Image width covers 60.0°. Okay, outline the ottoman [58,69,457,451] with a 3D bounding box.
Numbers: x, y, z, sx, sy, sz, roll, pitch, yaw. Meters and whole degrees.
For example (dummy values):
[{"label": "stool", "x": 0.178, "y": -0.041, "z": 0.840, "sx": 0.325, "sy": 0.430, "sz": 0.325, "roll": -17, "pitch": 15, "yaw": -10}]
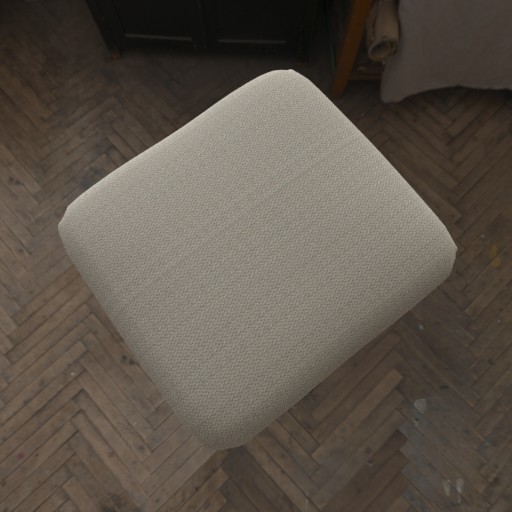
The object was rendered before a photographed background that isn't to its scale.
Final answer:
[{"label": "ottoman", "x": 0.000, "y": 0.000, "z": 1.073, "sx": 0.684, "sy": 0.447, "sz": 0.622, "roll": -36, "pitch": 78, "yaw": -9}]
